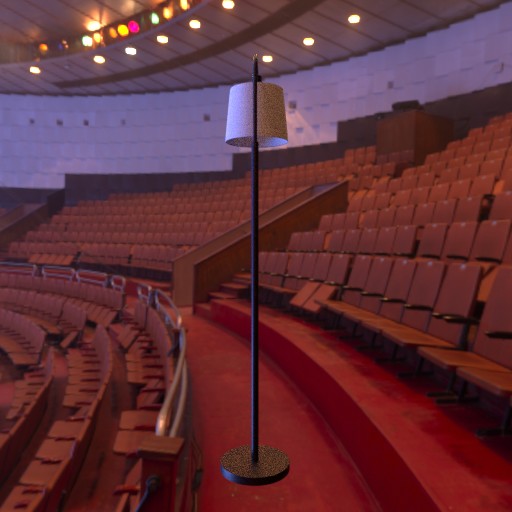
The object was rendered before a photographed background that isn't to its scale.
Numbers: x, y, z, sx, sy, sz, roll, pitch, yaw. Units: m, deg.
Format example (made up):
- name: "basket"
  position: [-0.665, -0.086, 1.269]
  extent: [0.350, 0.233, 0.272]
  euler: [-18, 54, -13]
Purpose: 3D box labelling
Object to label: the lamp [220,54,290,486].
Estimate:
- name: "lamp"
  position: [0.000, 0.000, 1.675]
  extent: [0.254, 1.478, 0.508]
  euler: [0, 0, 1]
